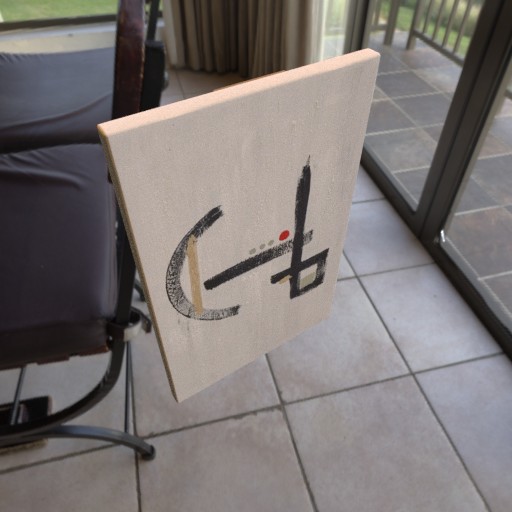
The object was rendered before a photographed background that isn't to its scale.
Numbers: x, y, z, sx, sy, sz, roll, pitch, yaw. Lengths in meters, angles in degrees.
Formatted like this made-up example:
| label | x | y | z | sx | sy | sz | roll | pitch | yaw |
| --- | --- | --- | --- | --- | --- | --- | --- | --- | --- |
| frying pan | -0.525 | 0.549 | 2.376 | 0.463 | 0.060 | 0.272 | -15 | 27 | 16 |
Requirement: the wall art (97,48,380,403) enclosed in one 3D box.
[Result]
| label | x | y | z | sx | sy | sz | roll | pitch | yaw |
| --- | --- | --- | --- | --- | --- | --- | --- | --- | --- |
| wall art | 0.000 | 0.000 | 1.155 | 0.602 | 0.916 | 0.048 | -25 | 50 | -23 |
